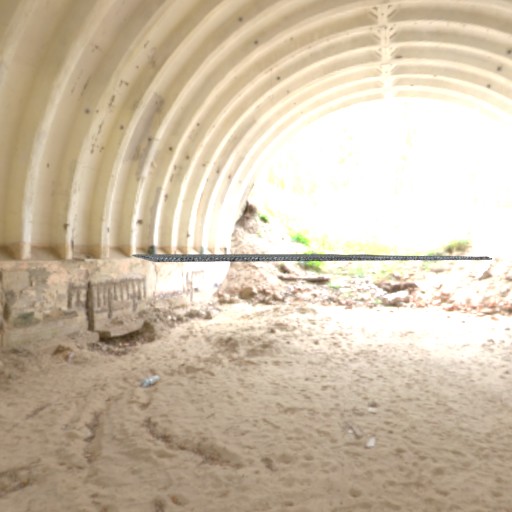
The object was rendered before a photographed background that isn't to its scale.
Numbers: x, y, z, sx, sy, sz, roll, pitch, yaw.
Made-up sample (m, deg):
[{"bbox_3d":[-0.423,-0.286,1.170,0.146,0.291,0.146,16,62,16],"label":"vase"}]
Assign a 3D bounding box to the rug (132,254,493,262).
[{"bbox_3d":[0.000,0.000,2.990,1.538,0.021,2.443,0,1,-17],"label":"rug"}]
